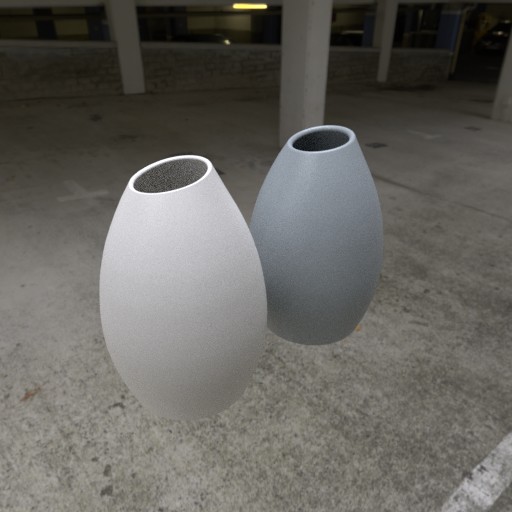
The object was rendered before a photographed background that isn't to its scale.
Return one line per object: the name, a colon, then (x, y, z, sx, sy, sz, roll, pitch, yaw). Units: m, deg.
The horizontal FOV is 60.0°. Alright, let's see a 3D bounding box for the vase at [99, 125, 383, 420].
vase: (0.000, 0.000, 0.262, 0.187, 0.131, 0.089, -21, 37, -32)
